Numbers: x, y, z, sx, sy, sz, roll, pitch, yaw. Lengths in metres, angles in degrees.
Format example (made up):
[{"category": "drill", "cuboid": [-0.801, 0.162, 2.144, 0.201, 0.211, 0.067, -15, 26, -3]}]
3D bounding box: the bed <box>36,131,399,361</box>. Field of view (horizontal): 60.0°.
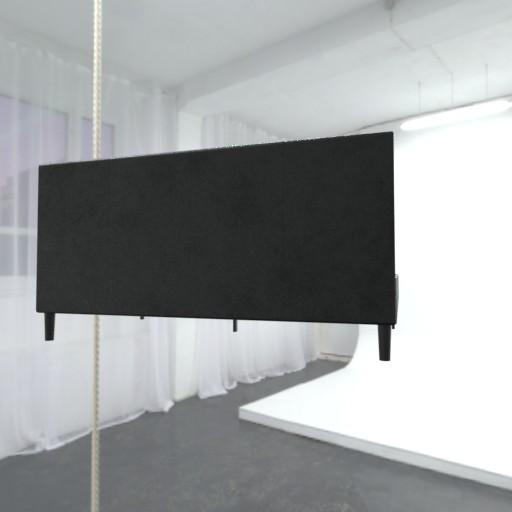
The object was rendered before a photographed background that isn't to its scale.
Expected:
[{"category": "bed", "cuboid": [0.000, 0.000, 3.318, 2.018, 1.046, 2.152, -1, -2, 18]}]
